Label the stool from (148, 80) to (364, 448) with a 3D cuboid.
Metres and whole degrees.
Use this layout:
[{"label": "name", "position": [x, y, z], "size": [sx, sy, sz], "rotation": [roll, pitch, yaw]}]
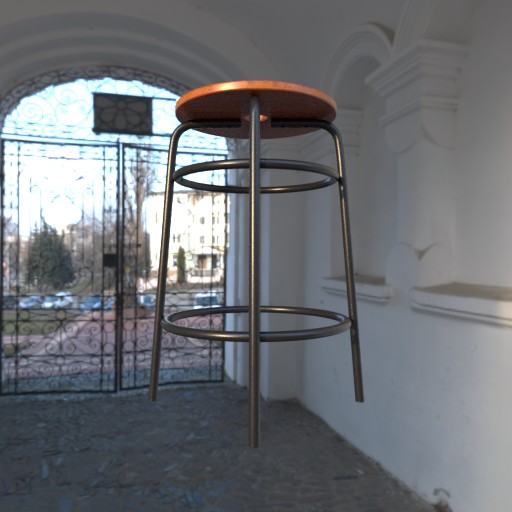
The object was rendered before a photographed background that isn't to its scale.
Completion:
[{"label": "stool", "position": [0.000, 0.000, 0.932], "size": [0.455, 0.610, 0.455], "rotation": [0, 0, 1]}]
